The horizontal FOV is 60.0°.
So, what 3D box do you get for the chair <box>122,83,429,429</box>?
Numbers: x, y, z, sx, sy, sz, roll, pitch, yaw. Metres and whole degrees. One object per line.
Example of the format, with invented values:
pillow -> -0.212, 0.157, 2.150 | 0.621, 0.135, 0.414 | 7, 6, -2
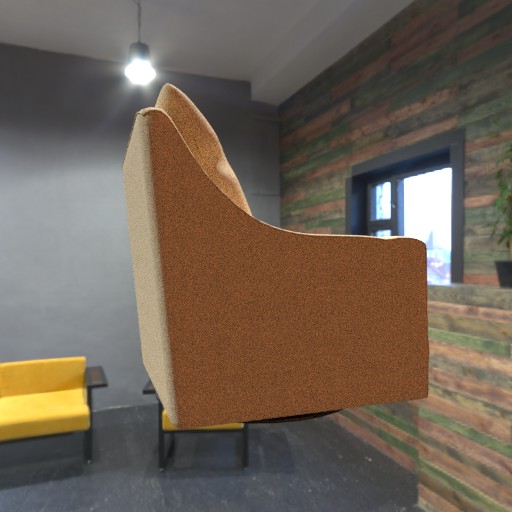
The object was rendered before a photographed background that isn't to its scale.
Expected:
chair -> 0.000, 0.000, 1.565 | 0.876, 0.927, 0.760 | 0, -1, -20
